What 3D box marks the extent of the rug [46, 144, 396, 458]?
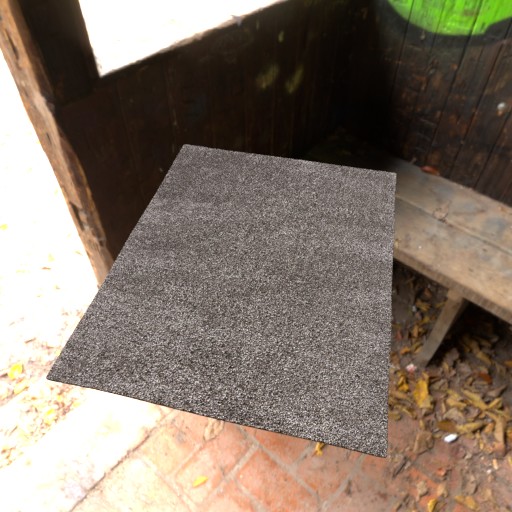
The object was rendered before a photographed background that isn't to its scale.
[{"bbox_3d":[0.000,0.000,3.970,2.401,0.025,3.000,10,49,9],"label":"rug"}]
